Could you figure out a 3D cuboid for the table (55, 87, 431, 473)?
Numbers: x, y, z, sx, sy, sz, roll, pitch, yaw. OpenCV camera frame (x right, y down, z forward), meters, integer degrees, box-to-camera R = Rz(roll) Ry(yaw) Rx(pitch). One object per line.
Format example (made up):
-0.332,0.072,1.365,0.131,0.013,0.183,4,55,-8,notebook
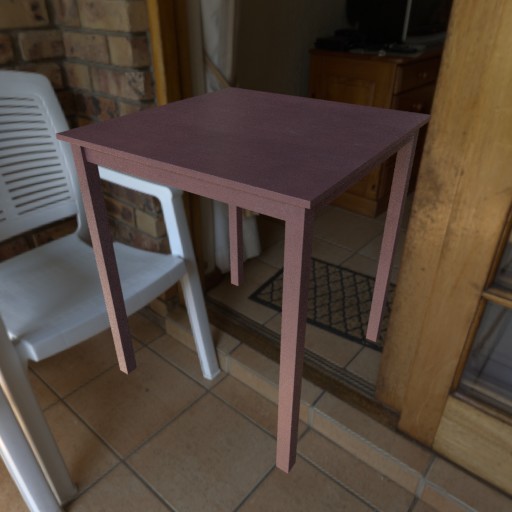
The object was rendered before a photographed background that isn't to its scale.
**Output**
0.000,0.000,1.675,0.861,0.991,0.861,20,36,29,table
